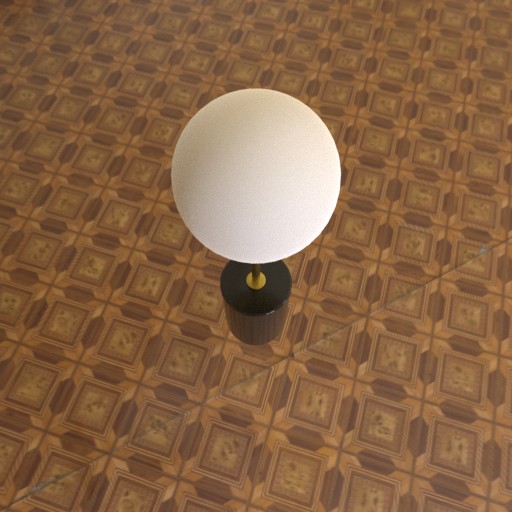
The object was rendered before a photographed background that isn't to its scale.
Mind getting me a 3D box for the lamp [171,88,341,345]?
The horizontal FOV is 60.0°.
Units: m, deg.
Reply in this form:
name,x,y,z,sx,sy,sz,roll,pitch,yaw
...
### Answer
name,x,y,z,sx,sy,sz,roll,pitch,yaw
lamp,0.000,0.000,0.553,0.153,0.480,0.153,0,64,0
